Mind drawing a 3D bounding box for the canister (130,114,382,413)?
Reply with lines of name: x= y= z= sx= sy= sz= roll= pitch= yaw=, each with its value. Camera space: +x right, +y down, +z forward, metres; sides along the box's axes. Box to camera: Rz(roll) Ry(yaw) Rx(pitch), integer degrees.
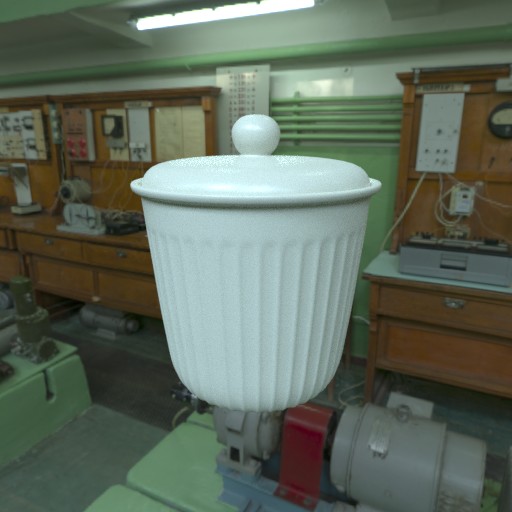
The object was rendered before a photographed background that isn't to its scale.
canister: x=0.000 y=0.000 z=0.346 sx=0.181 sy=0.211 sz=0.181 roll=0 pitch=15 yaw=0
